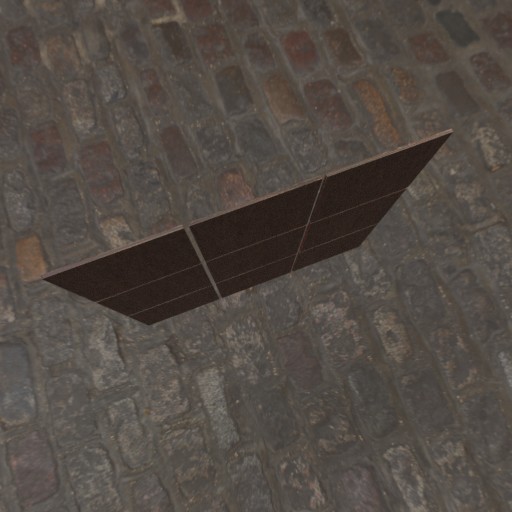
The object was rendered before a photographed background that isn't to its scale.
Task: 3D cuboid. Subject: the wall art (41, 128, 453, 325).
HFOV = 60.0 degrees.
[{"bbox_3d":[0.000,0.000,2.276,1.527,1.525,0.014,-20,76,-5],"label":"wall art"}]
